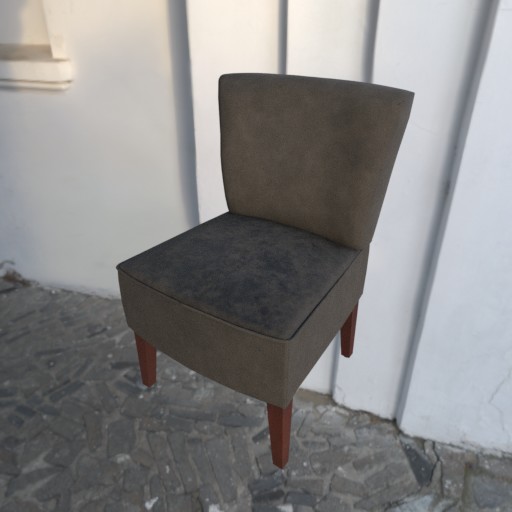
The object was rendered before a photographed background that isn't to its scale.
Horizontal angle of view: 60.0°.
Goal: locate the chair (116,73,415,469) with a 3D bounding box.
[{"bbox_3d":[0.000,0.000,1.135,0.521,0.806,0.554,19,35,30],"label":"chair"}]
